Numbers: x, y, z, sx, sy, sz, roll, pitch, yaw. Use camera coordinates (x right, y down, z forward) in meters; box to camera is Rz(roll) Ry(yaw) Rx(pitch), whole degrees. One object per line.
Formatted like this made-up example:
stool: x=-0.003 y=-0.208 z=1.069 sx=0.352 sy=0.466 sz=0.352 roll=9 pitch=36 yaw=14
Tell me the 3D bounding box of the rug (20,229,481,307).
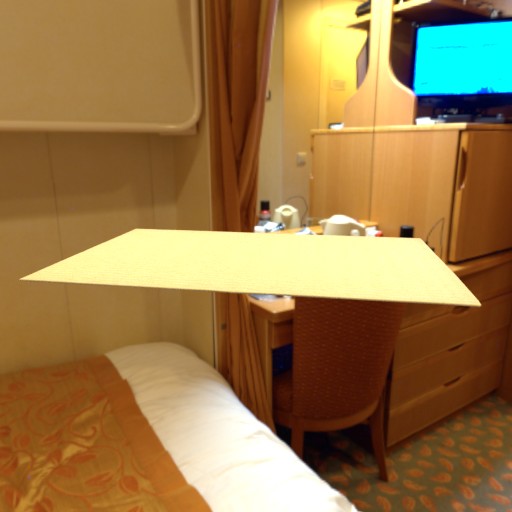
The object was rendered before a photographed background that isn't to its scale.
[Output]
rug: x=0.000 y=0.000 z=3.018 sx=2.441 sy=0.014 sz=1.531 roll=2 pitch=15 yaw=9
